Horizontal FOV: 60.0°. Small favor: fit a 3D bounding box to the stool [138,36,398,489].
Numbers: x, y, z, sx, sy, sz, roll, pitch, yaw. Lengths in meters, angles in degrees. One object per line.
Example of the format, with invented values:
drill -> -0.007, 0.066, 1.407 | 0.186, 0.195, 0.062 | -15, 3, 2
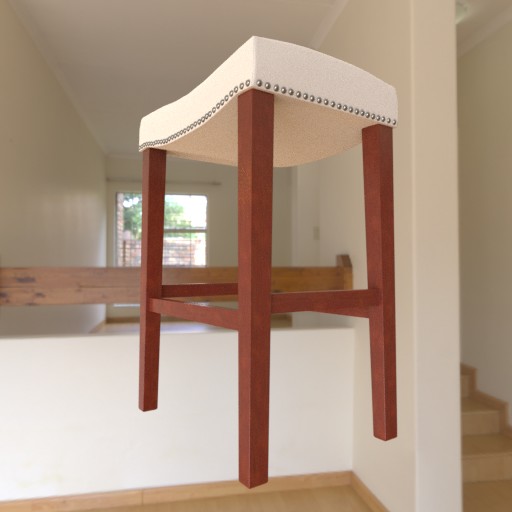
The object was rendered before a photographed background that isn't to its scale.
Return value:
stool -> 0.000, 0.000, 0.996 | 0.372, 0.742, 0.504 | 1, -2, -35
